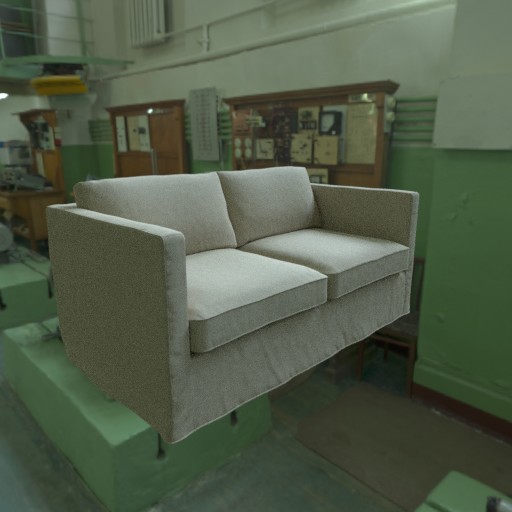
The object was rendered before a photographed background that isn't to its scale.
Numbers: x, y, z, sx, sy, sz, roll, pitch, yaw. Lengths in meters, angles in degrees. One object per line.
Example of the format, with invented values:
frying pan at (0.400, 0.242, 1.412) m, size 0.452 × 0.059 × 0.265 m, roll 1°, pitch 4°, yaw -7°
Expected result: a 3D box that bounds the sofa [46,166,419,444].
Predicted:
sofa at (0.000, 0.000, 2.267) m, size 1.719 × 0.835 × 0.962 m, roll -14°, pitch 20°, yaw -43°
